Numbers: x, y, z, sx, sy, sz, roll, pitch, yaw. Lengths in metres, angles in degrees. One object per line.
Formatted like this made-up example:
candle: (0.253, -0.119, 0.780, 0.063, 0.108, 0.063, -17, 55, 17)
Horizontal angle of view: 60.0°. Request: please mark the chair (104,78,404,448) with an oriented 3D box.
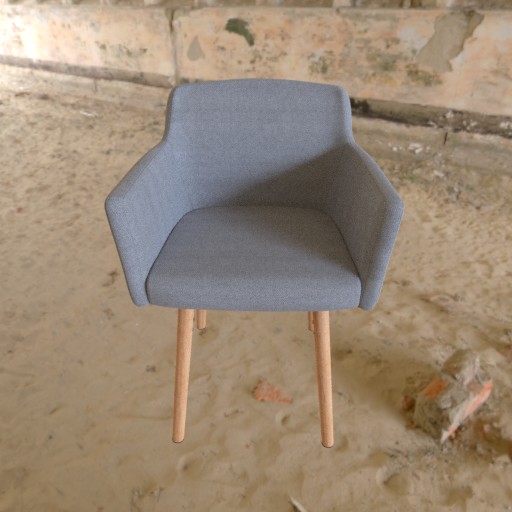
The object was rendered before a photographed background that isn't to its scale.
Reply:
chair: (0.000, 0.000, 1.136, 0.570, 0.780, 0.540, 1, 31, 1)
